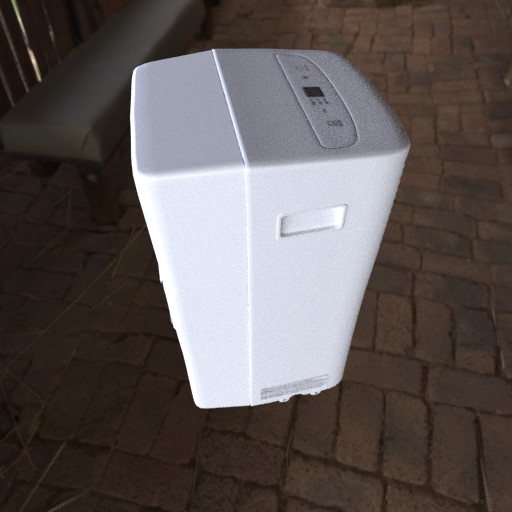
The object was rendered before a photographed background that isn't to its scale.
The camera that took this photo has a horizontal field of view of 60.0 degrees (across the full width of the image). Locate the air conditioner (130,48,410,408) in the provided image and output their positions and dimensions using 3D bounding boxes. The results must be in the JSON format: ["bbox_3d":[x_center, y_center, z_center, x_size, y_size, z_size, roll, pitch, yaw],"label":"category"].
[{"bbox_3d":[0.000,0.000,0.786,0.349,0.606,0.304,-8,48,-7],"label":"air conditioner"}]
